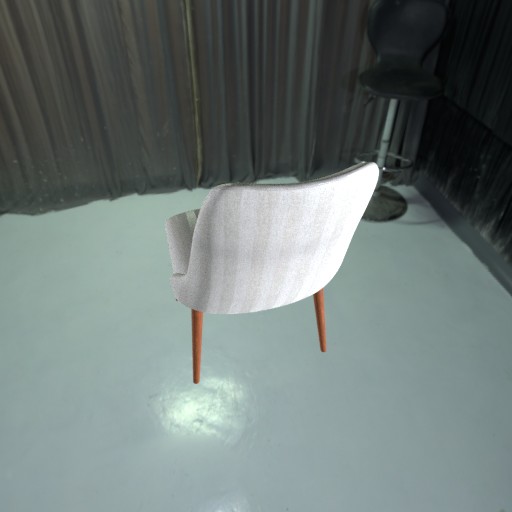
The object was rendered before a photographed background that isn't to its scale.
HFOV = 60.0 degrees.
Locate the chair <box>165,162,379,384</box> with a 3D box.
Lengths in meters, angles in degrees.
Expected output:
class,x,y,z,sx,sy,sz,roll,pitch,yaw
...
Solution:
class,x,y,z,sx,sy,sz,roll,pitch,yaw
chair,0.000,0.000,1.336,0.526,0.917,0.684,-11,42,-12
